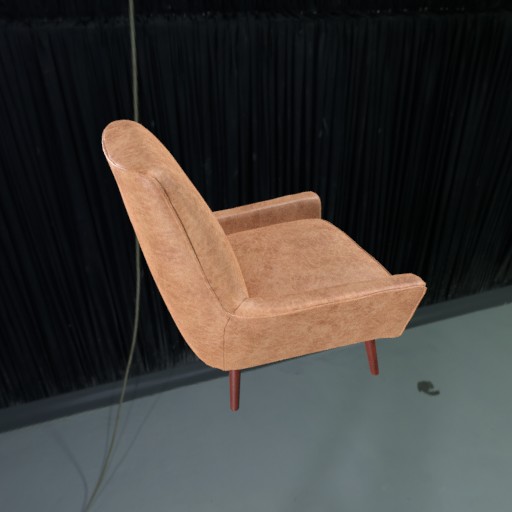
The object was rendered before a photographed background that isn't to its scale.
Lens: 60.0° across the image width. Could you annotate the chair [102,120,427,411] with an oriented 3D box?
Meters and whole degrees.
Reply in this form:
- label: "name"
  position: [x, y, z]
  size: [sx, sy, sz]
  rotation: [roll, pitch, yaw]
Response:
- label: "chair"
  position: [0.000, 0.000, 1.502]
  size: [0.851, 0.883, 0.753]
  rotation: [-11, 33, -18]
